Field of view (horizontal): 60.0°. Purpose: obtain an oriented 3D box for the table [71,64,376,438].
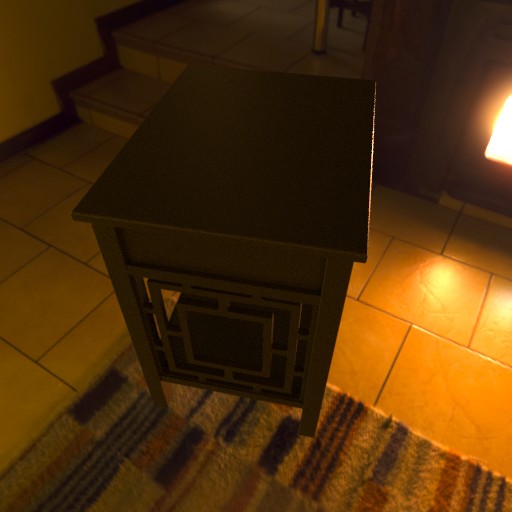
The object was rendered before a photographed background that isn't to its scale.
[{"bbox_3d":[0.000,0.000,1.053,0.451,0.646,0.564,9,46,8],"label":"table"}]
